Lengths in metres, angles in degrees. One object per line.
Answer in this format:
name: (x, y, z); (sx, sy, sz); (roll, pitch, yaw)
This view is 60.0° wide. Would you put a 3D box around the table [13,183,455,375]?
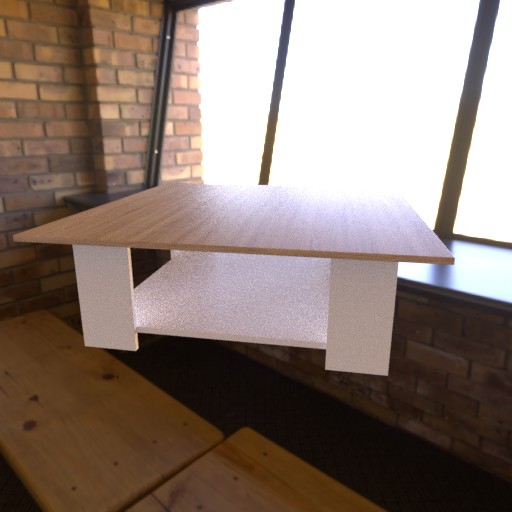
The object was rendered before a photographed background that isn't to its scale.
table: (0.000, 0.000, 1.330); (0.890, 0.305, 0.890); (3, 17, 10)
